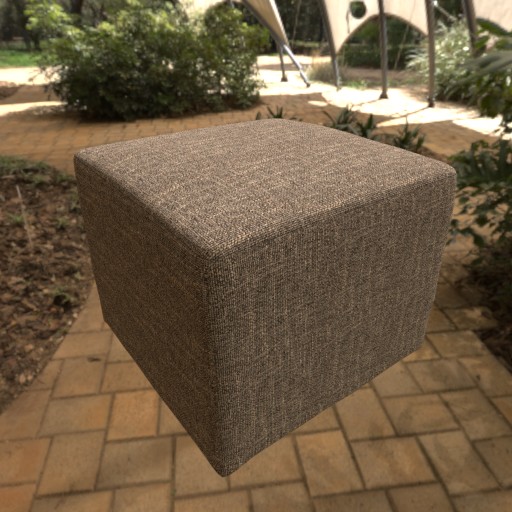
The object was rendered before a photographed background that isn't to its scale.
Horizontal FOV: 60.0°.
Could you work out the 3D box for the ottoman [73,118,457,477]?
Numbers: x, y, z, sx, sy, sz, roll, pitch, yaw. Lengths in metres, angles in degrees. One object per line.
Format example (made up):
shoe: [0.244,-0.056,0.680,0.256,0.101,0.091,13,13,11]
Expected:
ottoman: [0.000,0.000,0.886,0.521,0.453,0.512,-20,34,-32]
